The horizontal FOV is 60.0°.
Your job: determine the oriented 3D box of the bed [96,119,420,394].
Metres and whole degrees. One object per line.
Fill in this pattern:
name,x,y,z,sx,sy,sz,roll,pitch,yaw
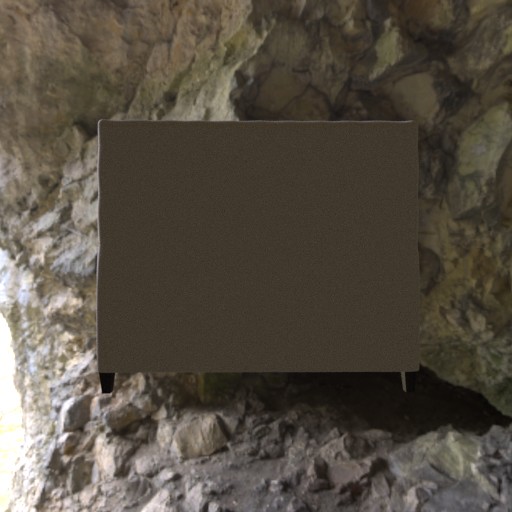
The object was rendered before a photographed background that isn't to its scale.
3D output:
bed,0.000,0.000,3.398,1.696,1.426,2.233,0,0,-1
